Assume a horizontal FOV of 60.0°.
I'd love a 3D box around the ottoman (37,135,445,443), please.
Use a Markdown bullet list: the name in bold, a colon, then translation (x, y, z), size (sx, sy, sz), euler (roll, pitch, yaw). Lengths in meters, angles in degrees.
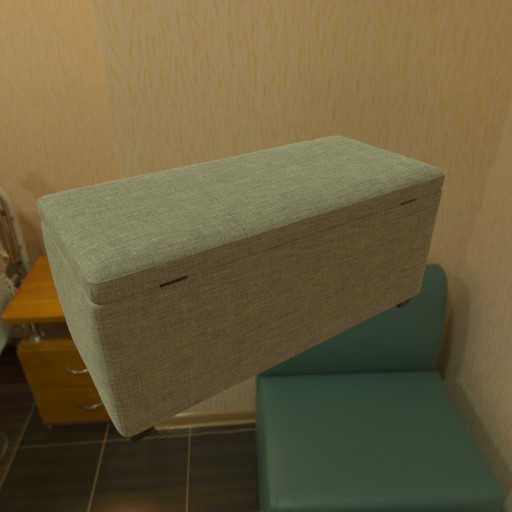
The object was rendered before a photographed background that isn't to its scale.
- **ottoman**: translation (0.000, 0.000, 1.117), size (0.902, 0.432, 0.419), euler (-19, 35, -29)
